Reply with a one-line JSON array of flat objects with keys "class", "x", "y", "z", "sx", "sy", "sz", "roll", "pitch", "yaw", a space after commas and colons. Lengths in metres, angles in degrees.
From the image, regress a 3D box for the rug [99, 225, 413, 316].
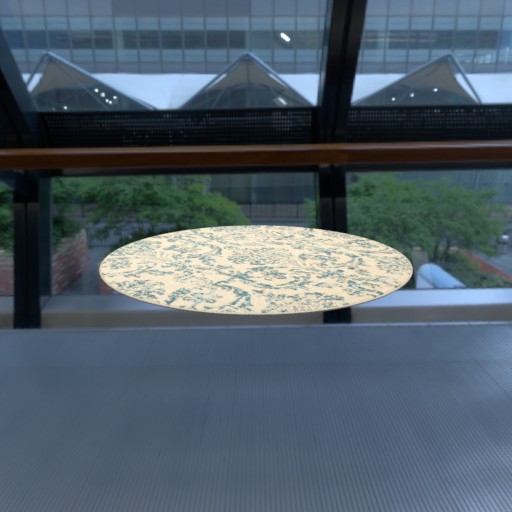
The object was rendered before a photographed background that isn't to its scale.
[{"class": "rug", "x": 0.000, "y": 0.000, "z": 2.378, "sx": 1.593, "sy": 0.012, "sz": 1.593, "roll": 0, "pitch": 16, "yaw": 0}]
